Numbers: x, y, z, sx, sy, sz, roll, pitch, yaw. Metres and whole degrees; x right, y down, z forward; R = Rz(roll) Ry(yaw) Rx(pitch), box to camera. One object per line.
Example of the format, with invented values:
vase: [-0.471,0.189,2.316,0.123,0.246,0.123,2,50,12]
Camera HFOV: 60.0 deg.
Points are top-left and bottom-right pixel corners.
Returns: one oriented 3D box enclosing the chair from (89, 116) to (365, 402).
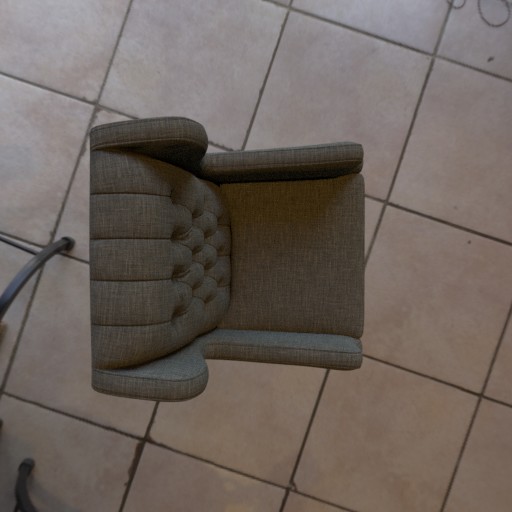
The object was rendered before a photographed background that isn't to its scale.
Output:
chair: [0.000,0.000,1.468,0.775,0.953,0.711,0,91,1]
